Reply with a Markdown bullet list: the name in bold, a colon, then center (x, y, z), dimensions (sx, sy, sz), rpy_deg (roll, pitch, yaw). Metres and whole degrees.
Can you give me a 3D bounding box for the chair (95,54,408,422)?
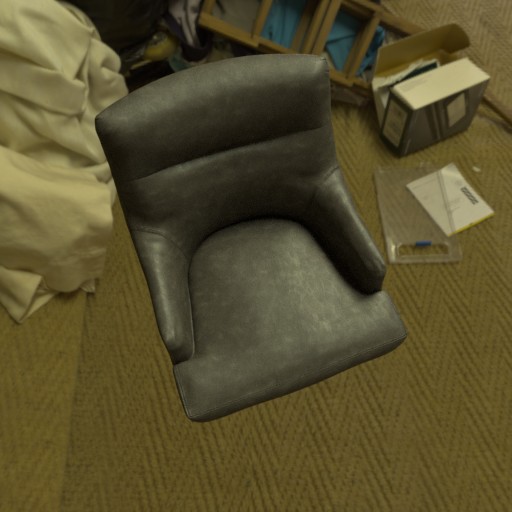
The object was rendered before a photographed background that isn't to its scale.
- **chair**: center (0.000, 0.000, 1.470), dimensions (0.738, 0.870, 0.874), rpy_deg (-18, 65, -9)
